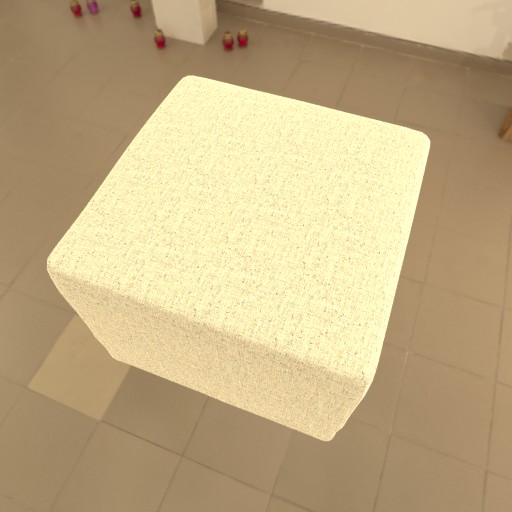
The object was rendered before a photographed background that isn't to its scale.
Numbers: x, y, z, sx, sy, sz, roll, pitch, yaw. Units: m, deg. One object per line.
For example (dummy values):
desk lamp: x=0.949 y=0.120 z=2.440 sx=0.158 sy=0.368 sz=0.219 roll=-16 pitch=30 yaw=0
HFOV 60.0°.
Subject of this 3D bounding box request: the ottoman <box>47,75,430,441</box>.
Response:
ottoman: x=0.000 y=0.000 z=0.905 sx=0.521 sy=0.453 sz=0.512 roll=18 pitch=59 yaw=11
